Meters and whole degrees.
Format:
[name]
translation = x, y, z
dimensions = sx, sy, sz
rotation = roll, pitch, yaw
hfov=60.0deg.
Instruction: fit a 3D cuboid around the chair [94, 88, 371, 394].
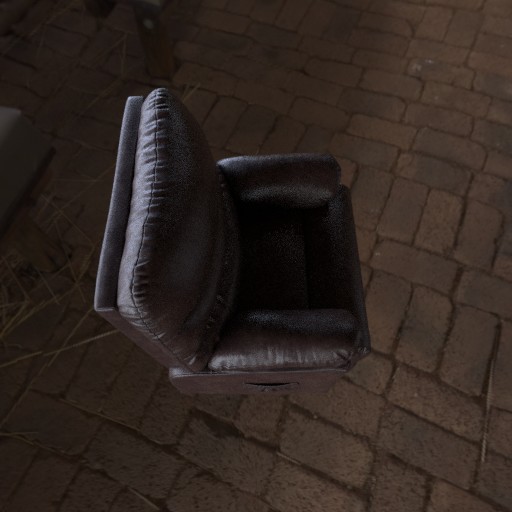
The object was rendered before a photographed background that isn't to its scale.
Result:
[chair]
translation = 0.000, 0.000, 1.743
dimensions = 0.879, 1.041, 0.940
rotation = -1, 63, 0
